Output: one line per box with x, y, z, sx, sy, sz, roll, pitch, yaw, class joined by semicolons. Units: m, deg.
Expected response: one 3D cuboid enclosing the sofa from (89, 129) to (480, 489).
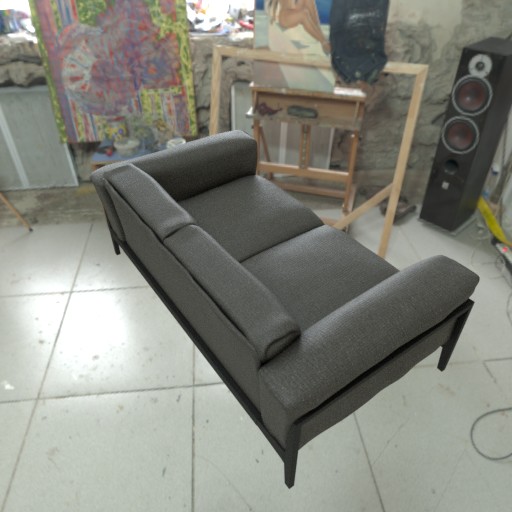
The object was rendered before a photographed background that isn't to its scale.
0.000;0.000;2.122;0.960;0.656;1.690;-24;45;-27;sofa
